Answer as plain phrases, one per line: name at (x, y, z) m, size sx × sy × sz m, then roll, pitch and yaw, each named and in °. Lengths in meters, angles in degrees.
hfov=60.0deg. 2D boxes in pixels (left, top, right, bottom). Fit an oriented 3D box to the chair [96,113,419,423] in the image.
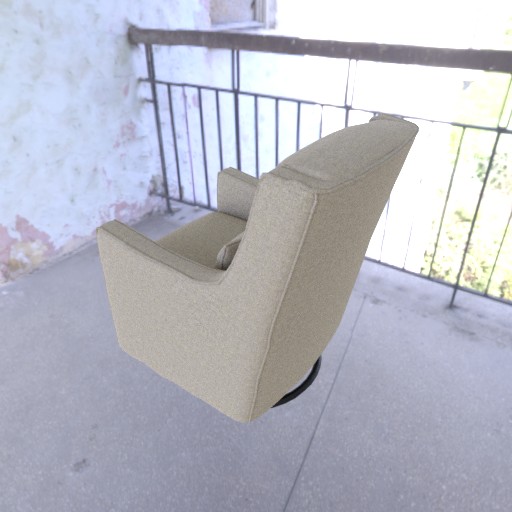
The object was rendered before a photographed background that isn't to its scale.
chair at (0.000, 0.000, 1.598) m, size 0.879 × 0.993 × 0.732 m, roll 21°, pitch 37°, yaw 30°
